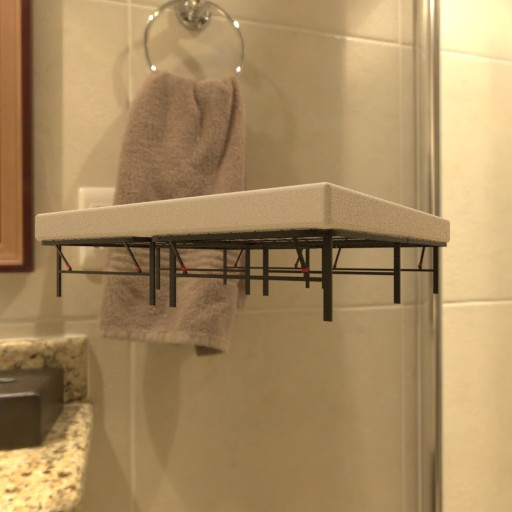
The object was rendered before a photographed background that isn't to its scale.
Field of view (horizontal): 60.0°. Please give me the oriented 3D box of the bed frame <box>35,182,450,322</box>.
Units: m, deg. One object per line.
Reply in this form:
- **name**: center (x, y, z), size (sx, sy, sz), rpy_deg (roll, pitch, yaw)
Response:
- **bed frame**: center (0.000, 0.000, 2.965), size (2.033, 0.525, 1.935), rpy_deg (0, 0, 36)
